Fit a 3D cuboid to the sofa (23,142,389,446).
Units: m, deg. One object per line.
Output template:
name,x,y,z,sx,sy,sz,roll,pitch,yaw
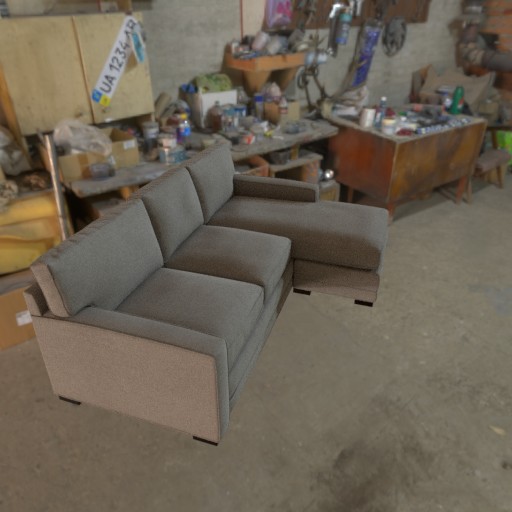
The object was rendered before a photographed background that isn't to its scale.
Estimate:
sofa,0.000,0.000,2.729,1.496,0.861,2.087,9,31,16
